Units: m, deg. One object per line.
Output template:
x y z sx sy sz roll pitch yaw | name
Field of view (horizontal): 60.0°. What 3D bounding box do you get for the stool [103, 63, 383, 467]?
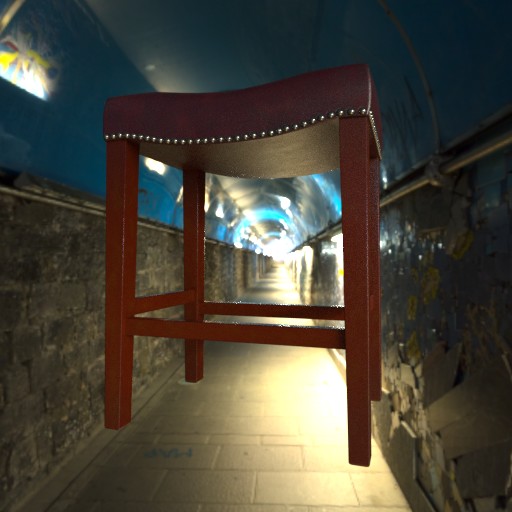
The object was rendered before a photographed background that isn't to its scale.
0.000 0.000 0.938 0.504 0.657 0.372 0 0 19 | stool
